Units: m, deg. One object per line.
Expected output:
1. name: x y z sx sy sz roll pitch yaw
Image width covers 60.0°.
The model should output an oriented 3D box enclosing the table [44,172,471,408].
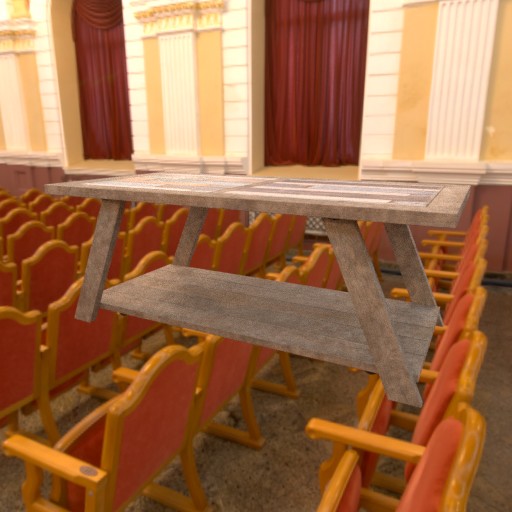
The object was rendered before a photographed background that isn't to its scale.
1. table: 0.000 0.000 1.476 1.219 0.470 0.610 8 17 26
